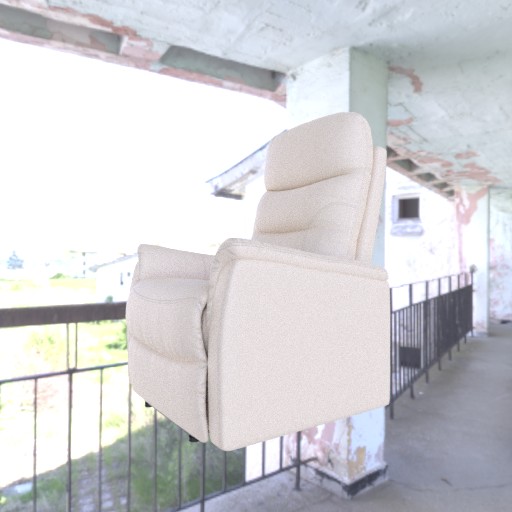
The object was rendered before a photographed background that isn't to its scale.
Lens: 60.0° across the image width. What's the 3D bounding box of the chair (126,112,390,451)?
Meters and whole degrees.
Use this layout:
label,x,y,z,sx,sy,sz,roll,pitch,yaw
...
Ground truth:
label,x,y,z,sx,sy,sz,roll,pitch,yaw
chair,0.000,0.000,1.653,0.831,1.082,0.775,0,0,-34
